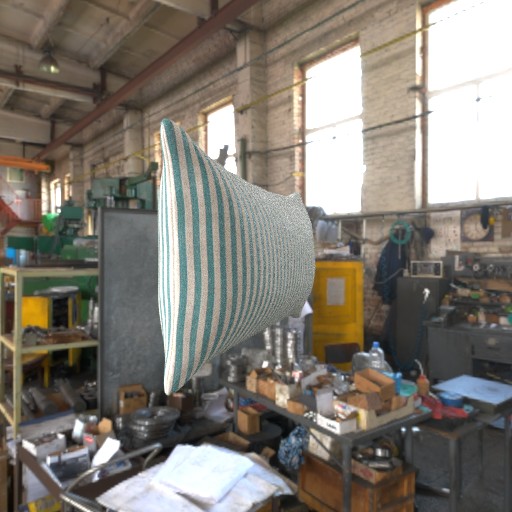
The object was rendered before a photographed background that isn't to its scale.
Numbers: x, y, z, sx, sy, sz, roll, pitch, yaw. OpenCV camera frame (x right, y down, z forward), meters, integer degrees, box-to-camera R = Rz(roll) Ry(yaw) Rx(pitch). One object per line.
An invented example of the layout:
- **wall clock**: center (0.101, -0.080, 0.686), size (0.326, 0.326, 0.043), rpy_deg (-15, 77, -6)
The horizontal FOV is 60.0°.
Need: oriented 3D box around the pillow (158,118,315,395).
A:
- **pillow**: center (0.000, 0.000, 0.756), size (0.151, 0.295, 0.617), rpy_deg (0, 0, 19)
